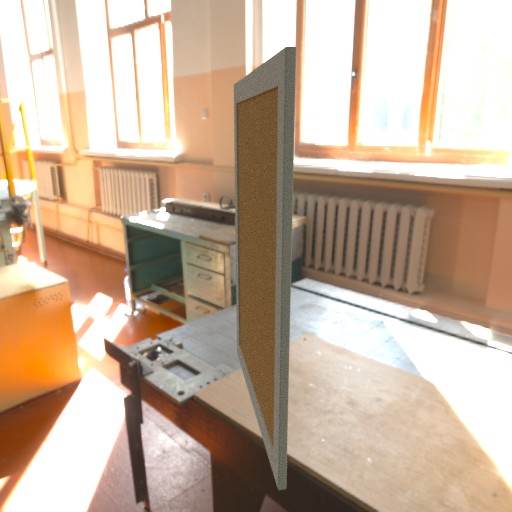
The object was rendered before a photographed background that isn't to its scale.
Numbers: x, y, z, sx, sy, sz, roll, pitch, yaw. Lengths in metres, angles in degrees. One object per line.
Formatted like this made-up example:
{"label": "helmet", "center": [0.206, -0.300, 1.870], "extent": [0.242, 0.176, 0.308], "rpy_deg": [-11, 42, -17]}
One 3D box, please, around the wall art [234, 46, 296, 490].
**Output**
{"label": "wall art", "center": [0.000, 0.000, 0.681], "extent": [0.012, 0.529, 0.374], "rpy_deg": [-3, 16, -10]}
